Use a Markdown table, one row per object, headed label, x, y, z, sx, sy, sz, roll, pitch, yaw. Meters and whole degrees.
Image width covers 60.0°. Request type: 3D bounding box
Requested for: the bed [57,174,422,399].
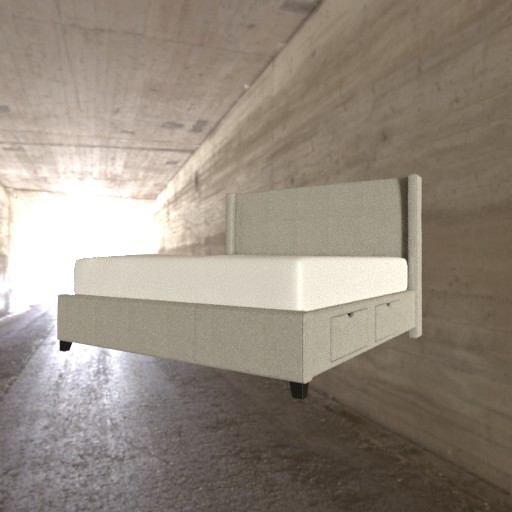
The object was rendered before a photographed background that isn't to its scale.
| label | x | y | z | sx | sy | sz | roll | pitch | yaw |
| --- | --- | --- | --- | --- | --- | --- | --- | --- | --- |
| bed | 0.000 | 0.000 | 3.724 | 2.140 | 1.470 | 2.280 | 0 | 0 | 34 |
